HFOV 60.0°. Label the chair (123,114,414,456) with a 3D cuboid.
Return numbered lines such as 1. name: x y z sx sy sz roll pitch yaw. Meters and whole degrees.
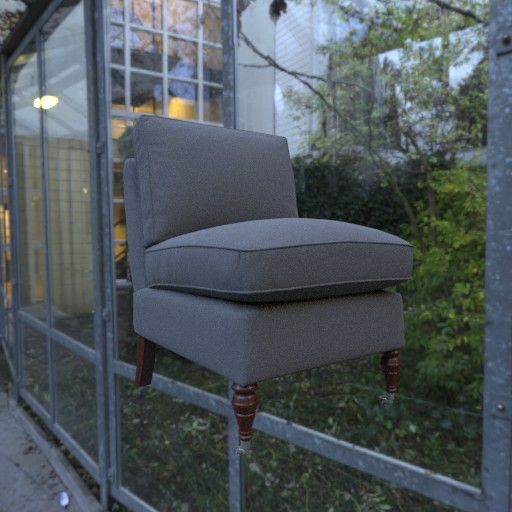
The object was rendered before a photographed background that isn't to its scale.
1. chair: 0.000 0.000 1.650 0.724 1.045 0.924 -2 4 -35
